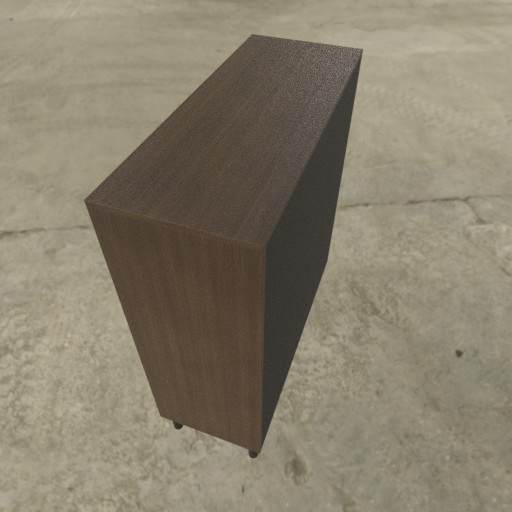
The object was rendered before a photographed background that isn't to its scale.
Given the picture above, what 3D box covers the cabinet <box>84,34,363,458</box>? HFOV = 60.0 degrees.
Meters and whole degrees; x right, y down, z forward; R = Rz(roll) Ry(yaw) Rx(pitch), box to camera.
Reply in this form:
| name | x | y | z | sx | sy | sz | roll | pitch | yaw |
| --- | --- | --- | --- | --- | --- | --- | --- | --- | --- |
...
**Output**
| name | x | y | z | sx | sy | sz | roll | pitch | yaw |
| --- | --- | --- | --- | --- | --- | --- | --- | --- | --- |
| cabinet | 0.000 | 0.000 | 1.633 | 0.400 | 1.170 | 1.010 | 15 | 48 | 14 |
